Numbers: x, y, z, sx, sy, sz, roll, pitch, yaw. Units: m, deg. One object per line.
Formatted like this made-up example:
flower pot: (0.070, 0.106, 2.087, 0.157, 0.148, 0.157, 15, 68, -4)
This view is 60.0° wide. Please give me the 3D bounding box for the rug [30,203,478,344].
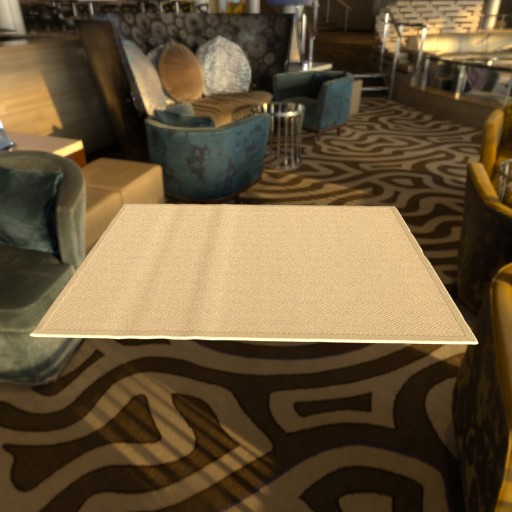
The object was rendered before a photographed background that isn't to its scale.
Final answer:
rug: (0.000, 0.000, 4.784, 3.659, 0.037, 2.734, 1, 30, 1)
